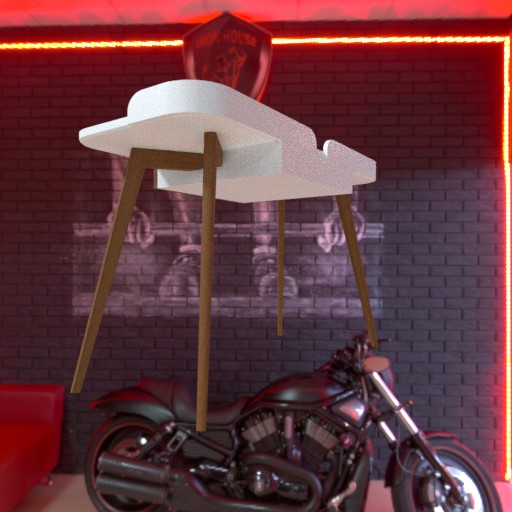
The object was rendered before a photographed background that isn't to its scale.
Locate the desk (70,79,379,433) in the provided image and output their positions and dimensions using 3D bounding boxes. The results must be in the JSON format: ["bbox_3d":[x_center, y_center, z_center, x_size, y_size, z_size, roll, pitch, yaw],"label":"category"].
[{"bbox_3d":[0.000,0.000,1.619,0.534,0.807,1.206,0,0,35],"label":"desk"}]
